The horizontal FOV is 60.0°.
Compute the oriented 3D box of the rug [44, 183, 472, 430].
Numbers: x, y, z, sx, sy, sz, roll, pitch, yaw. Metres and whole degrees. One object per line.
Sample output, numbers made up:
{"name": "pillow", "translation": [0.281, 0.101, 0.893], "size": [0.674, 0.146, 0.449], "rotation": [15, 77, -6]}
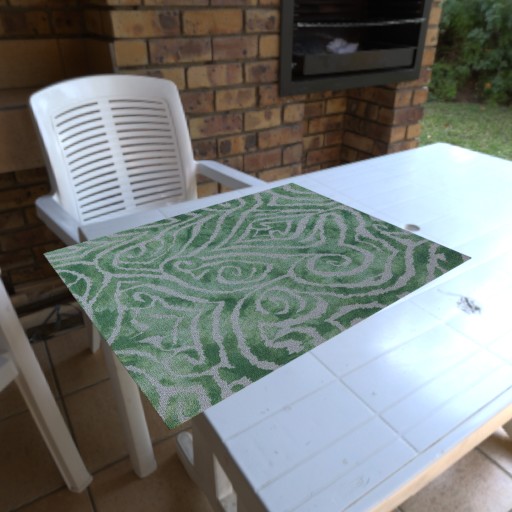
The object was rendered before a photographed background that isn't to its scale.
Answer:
{"name": "rug", "translation": [0.000, 0.000, 4.032], "size": [3.045, 0.007, 2.436], "rotation": [-21, 36, -32]}
